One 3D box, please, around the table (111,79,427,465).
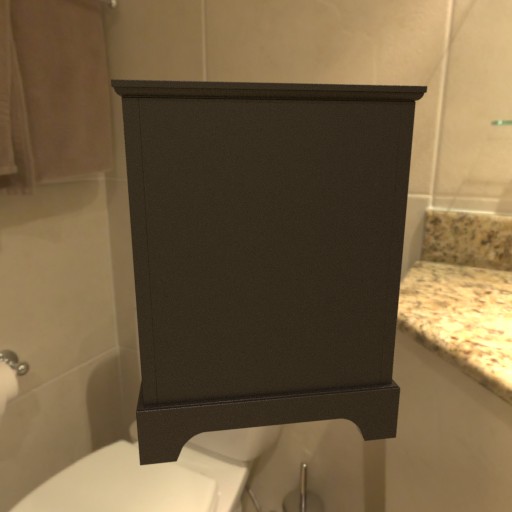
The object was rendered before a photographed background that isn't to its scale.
[{"bbox_3d":[0.000,0.000,0.897,0.460,0.610,0.399,-2,15,-9],"label":"table"}]
